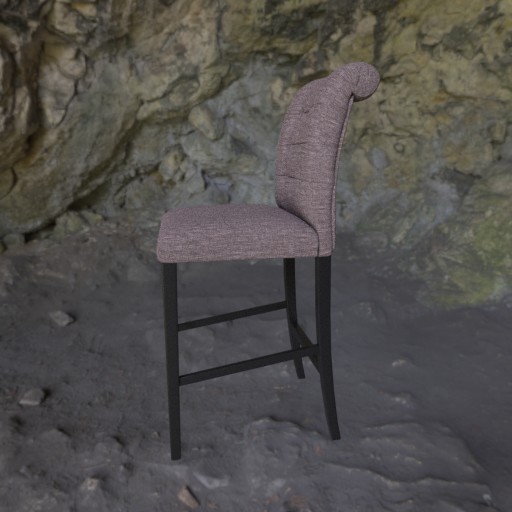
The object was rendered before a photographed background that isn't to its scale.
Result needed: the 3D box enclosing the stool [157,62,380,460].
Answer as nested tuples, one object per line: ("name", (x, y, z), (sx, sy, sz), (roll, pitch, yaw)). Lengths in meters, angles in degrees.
("stool", (0.000, 0.000, 1.446), (0.613, 1.131, 0.452), (-2, 13, -10))
